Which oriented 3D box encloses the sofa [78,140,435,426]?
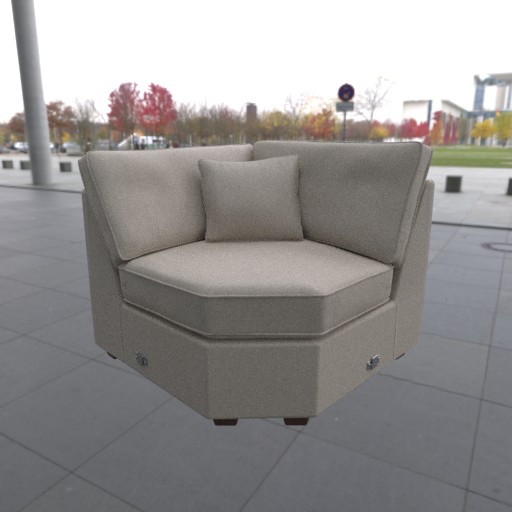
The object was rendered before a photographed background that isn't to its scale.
[{"bbox_3d":[0.000,0.000,1.845,1.050,0.937,1.042,-14,20,-43],"label":"sofa"}]
